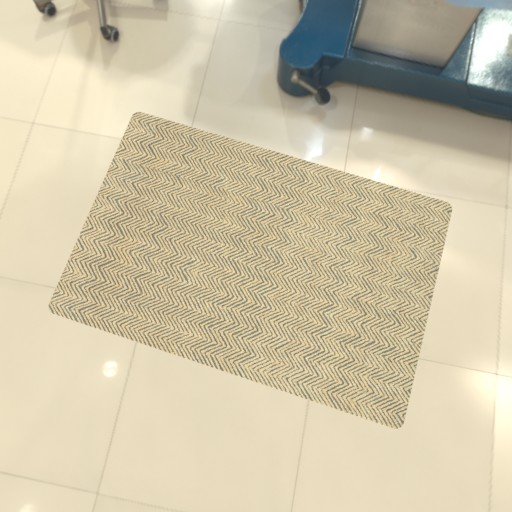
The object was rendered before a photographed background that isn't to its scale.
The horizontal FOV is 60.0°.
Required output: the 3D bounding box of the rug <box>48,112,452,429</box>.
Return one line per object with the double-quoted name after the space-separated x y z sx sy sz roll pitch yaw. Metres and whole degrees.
0.000 0.000 2.198 1.752 0.008 1.144 17 76 4 "rug"
